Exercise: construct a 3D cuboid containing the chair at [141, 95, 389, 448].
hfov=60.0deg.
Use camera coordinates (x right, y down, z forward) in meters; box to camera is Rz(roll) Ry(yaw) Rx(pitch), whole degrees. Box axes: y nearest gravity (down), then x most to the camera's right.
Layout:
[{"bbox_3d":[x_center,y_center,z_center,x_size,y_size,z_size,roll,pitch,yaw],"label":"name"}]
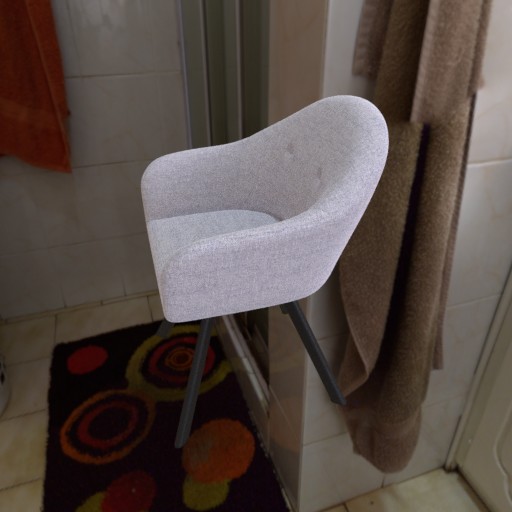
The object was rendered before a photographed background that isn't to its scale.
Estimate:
[{"bbox_3d":[0.000,0.000,1.181,0.570,0.780,0.540,-9,33,-14],"label":"chair"}]
